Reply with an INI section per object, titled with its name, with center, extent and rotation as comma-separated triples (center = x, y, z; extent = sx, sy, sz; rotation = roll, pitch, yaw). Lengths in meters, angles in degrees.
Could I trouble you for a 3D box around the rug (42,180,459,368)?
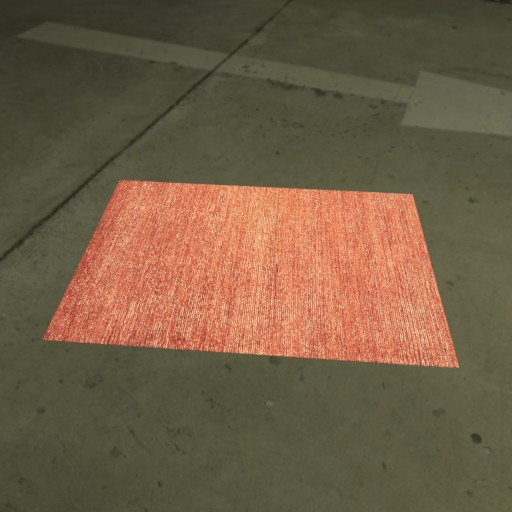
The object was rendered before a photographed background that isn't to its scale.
[rug]
center = 0.000, 0.000, 2.242
extent = 1.747, 0.011, 1.139
rotation = 3, 46, 3
